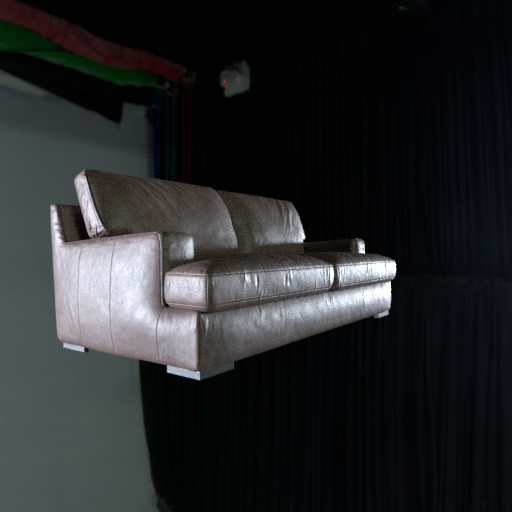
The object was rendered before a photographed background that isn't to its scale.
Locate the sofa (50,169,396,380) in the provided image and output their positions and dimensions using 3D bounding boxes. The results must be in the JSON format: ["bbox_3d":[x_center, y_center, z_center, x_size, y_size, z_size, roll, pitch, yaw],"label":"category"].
[{"bbox_3d":[0.000,0.000,2.904,1.143,0.941,2.261,1,1,36],"label":"sofa"}]
